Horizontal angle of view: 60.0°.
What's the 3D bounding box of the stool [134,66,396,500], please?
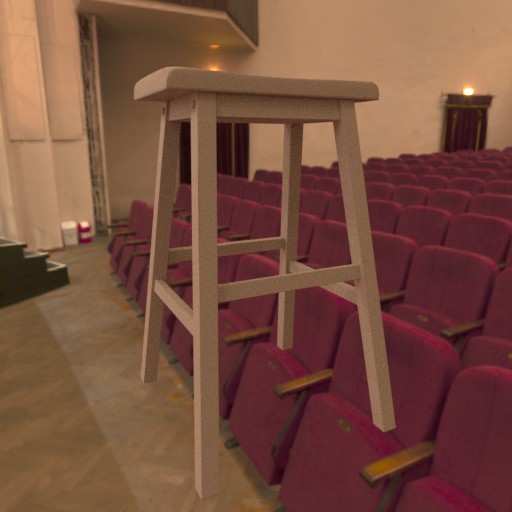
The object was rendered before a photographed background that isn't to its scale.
[{"bbox_3d":[0.000,0.000,1.001,0.457,0.737,0.476,-7,16,-26],"label":"stool"}]
